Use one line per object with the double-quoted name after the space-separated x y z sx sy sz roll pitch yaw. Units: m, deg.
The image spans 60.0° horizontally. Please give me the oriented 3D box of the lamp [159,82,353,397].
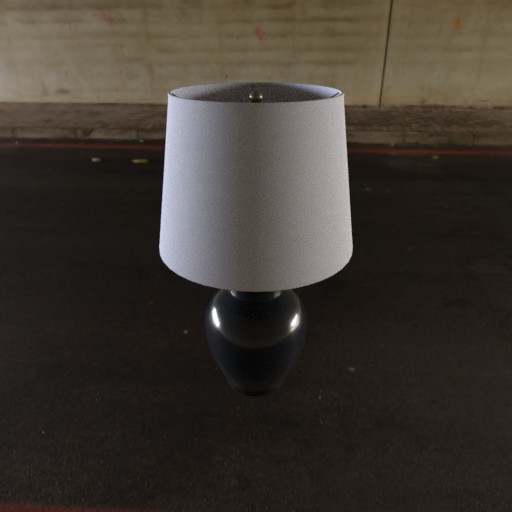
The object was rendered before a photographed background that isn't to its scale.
0.000 0.000 0.568 0.239 0.399 0.239 0 27 0 "lamp"
